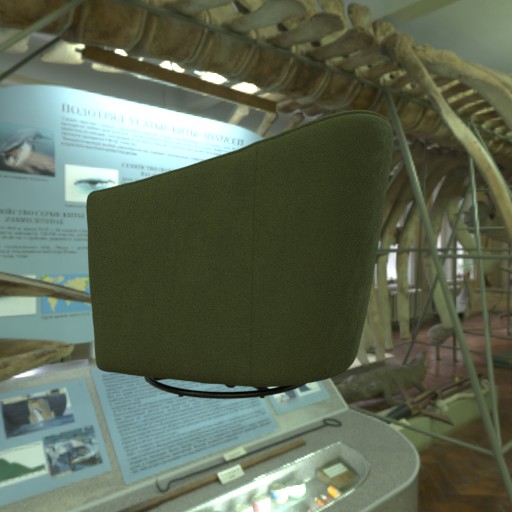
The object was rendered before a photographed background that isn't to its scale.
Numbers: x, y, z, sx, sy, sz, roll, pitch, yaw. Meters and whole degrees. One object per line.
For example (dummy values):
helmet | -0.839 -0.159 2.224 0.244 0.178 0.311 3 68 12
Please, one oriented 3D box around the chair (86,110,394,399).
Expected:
chair | 0.000 0.000 1.482 0.875 0.799 0.747 0 1 19
